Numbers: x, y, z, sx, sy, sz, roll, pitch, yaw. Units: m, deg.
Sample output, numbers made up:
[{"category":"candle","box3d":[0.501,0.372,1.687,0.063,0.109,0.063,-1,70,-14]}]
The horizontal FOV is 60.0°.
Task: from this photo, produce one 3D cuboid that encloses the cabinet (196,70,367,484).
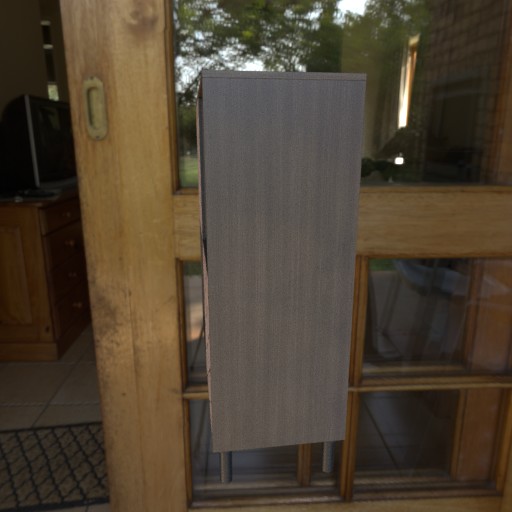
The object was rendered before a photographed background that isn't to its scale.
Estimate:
[{"category":"cabinet","box3d":[0.000,0.000,1.686,0.400,1.170,1.010,-2,15,-8]}]
